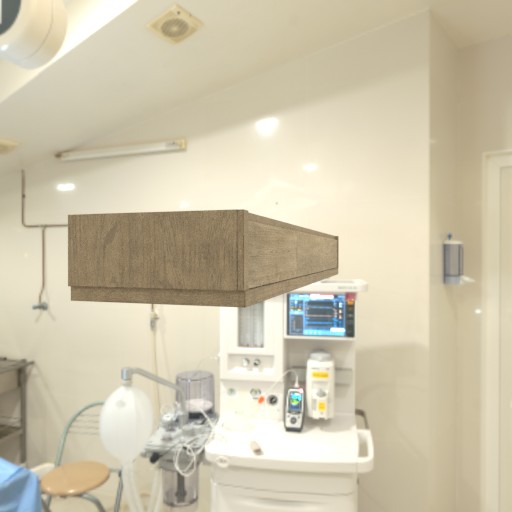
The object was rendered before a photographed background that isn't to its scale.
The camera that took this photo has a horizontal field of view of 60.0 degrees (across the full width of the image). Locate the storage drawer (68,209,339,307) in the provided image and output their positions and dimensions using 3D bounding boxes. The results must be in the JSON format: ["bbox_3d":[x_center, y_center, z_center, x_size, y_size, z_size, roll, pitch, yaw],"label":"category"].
[{"bbox_3d":[0.000,0.000,2.302,0.591,0.274,2.072,0,0,18],"label":"storage drawer"}]
